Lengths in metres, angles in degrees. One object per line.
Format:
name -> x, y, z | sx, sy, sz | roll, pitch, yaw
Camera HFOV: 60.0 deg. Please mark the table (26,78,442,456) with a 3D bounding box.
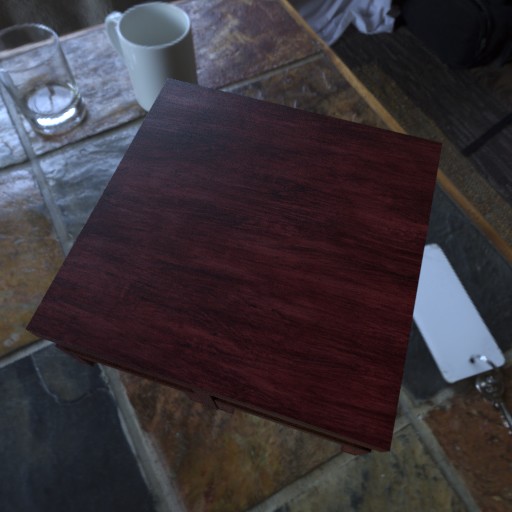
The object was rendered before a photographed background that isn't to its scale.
table -> 0.000, 0.000, 1.328 | 0.865, 0.356, 0.865 | 16, 65, 8
